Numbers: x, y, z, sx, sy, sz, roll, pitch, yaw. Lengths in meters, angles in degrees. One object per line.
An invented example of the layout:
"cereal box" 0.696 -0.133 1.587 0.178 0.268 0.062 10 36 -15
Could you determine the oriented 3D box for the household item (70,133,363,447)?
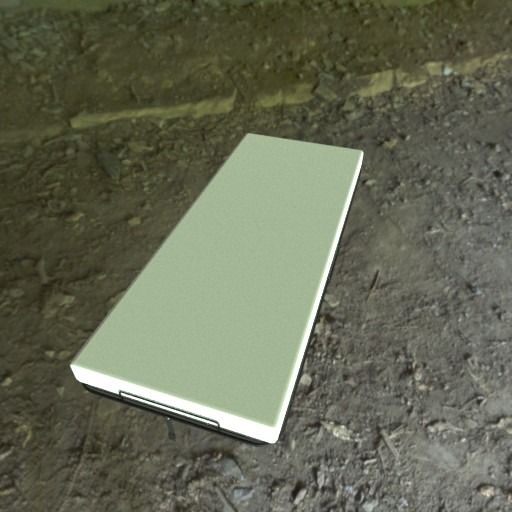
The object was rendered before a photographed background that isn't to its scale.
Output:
"household item" 0.000 0.000 2.206 0.787 0.356 1.905 12 43 14
